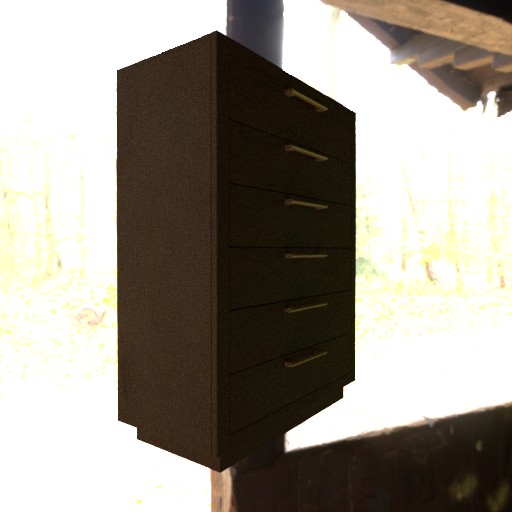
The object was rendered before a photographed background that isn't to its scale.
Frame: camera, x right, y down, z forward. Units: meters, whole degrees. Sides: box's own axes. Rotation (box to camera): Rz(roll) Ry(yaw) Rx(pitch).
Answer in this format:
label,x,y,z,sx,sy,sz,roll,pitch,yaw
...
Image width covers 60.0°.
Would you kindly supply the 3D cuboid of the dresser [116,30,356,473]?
label,x,y,z,sx,sy,sz,roll,pitch,yaw
dresser,0.000,0.000,1.805,0.516,1.320,0.964,1,1,37
